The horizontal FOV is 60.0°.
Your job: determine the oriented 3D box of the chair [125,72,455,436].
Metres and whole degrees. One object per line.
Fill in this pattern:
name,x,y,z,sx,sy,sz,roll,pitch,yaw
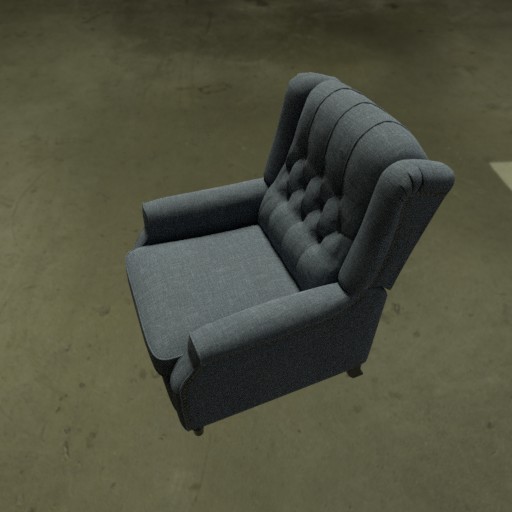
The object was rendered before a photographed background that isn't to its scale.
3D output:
chair,0.000,0.000,1.585,0.898,1.035,0.742,-16,47,-15
